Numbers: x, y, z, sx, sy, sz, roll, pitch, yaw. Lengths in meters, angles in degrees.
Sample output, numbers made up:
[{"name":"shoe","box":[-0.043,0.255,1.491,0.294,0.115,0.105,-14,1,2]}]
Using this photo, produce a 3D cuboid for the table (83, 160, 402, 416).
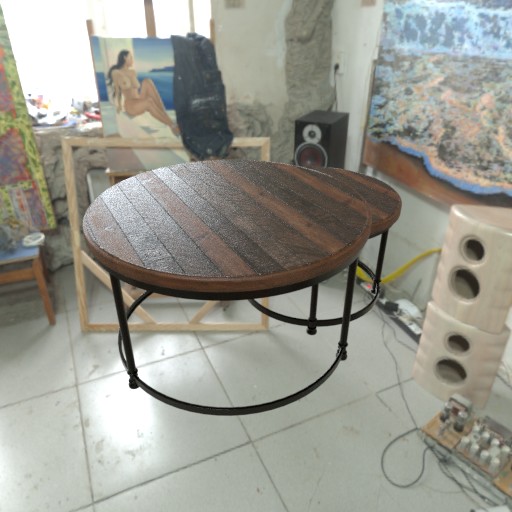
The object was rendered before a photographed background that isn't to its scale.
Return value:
[{"name":"table","box":[0.000,0.000,1.608,0.870,0.516,1.152,20,36,31]}]
